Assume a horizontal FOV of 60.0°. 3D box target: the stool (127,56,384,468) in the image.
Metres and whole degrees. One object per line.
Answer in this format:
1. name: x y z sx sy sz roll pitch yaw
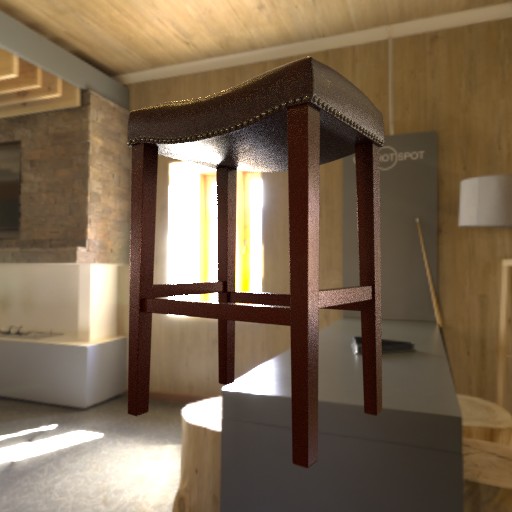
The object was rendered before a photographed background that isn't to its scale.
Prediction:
1. stool: 0.000 0.000 1.052 0.504 0.742 0.372 -1 -1 36
